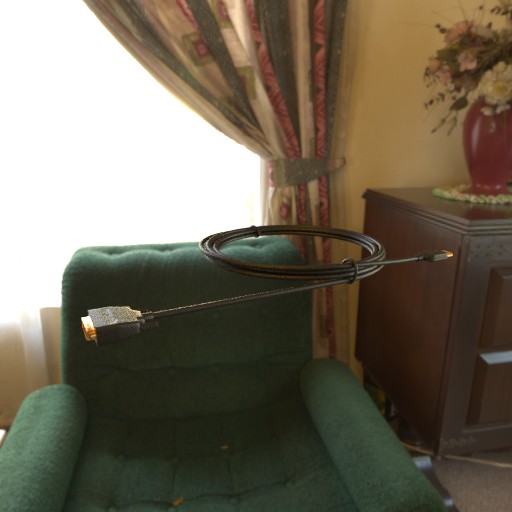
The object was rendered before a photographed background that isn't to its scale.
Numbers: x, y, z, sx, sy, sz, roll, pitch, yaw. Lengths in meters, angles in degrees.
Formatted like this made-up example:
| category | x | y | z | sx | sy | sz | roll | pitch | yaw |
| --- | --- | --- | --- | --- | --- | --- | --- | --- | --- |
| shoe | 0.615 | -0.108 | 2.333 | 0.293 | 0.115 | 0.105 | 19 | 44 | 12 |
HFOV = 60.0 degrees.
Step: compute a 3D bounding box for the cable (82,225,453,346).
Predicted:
| category | x | y | z | sx | sy | sz | roll | pitch | yaw |
| --- | --- | --- | --- | --- | --- | --- | --- | --- | --- |
| cable | 0.000 | 0.000 | 0.536 | 0.422 | 0.030 | 0.257 | -8 | 17 | -27 |
